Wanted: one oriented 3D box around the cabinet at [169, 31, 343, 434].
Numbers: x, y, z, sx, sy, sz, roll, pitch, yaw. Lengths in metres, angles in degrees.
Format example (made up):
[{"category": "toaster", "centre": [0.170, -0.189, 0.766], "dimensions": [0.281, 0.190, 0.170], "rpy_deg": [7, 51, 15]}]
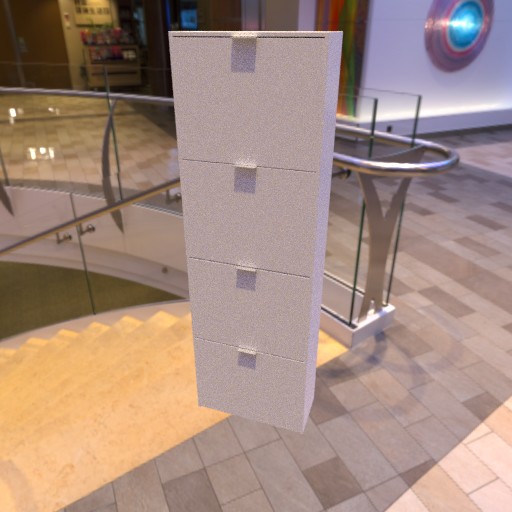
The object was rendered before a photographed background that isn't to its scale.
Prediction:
[{"category": "cabinet", "centre": [0.000, 0.000, 1.804], "dimensions": [0.520, 1.630, 0.255], "rpy_deg": [9, 28, 17]}]
